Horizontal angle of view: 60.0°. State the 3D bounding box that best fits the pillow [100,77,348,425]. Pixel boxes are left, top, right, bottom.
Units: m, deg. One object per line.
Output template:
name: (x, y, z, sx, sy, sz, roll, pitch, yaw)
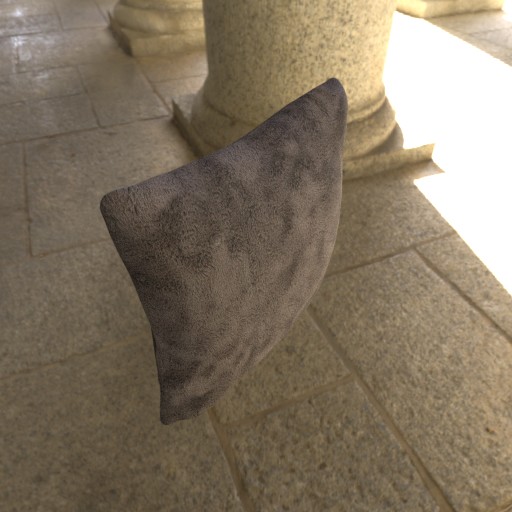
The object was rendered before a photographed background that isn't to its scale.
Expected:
pillow: (0.000, 0.000, 0.803, 0.204, 0.520, 0.522, 27, 48, 27)
